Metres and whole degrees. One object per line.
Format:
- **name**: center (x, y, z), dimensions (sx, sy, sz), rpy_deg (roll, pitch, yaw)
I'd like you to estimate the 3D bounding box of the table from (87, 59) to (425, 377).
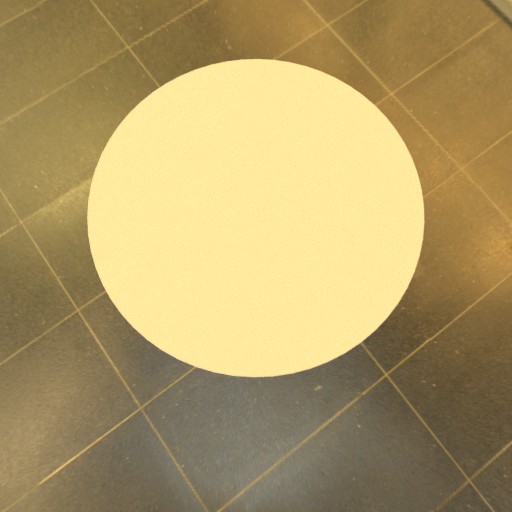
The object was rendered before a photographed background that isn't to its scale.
- **table**: center (0.000, 0.000, 0.810), dimensions (0.418, 0.532, 0.418), rpy_deg (33, 78, 8)
